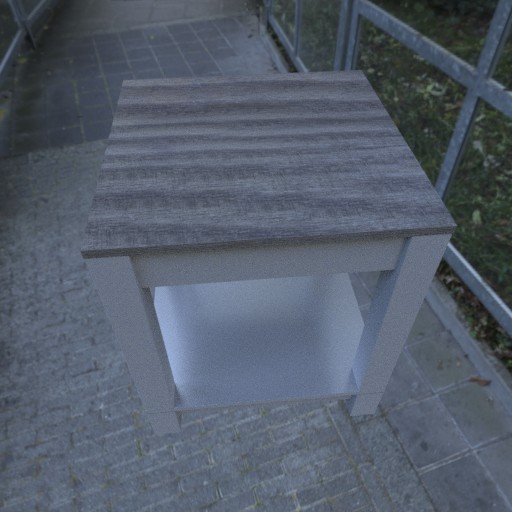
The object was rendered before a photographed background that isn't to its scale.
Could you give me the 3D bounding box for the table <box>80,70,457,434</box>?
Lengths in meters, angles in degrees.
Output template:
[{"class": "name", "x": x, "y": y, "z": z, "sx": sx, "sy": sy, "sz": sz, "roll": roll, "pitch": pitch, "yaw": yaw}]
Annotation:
[{"class": "table", "x": 0.000, "y": 0.000, "z": 0.977, "sx": 0.506, "sy": 0.587, "sz": 0.504, "roll": -4, "pitch": 46, "yaw": -4}]
